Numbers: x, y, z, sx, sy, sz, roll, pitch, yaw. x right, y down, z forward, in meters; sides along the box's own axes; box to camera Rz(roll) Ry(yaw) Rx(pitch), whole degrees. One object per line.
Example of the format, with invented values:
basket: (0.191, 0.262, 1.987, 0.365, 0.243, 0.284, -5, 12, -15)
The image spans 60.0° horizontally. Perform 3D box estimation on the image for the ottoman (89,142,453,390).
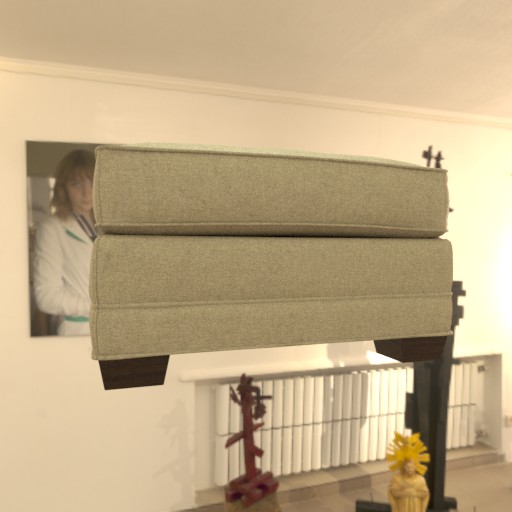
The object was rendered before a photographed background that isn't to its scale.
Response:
ottoman: (0.000, 0.000, 1.219, 0.848, 0.508, 0.611, 0, 0, -18)
